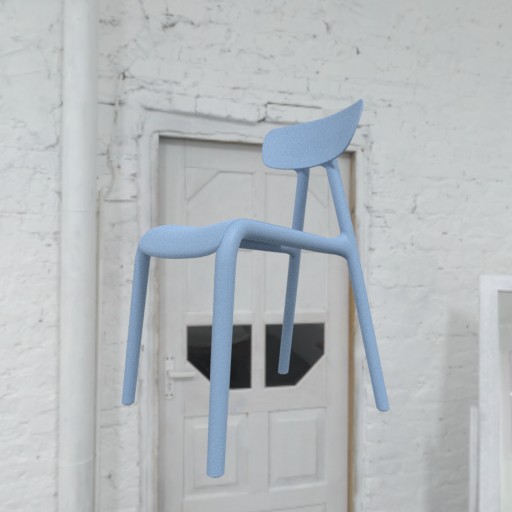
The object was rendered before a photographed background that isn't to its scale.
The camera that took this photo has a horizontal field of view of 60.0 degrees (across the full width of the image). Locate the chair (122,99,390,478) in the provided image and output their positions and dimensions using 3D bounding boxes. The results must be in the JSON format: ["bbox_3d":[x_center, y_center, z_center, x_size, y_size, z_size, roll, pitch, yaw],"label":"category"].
[{"bbox_3d":[0.000,0.000,0.836,0.401,0.580,0.356,-1,2,-36],"label":"chair"}]
